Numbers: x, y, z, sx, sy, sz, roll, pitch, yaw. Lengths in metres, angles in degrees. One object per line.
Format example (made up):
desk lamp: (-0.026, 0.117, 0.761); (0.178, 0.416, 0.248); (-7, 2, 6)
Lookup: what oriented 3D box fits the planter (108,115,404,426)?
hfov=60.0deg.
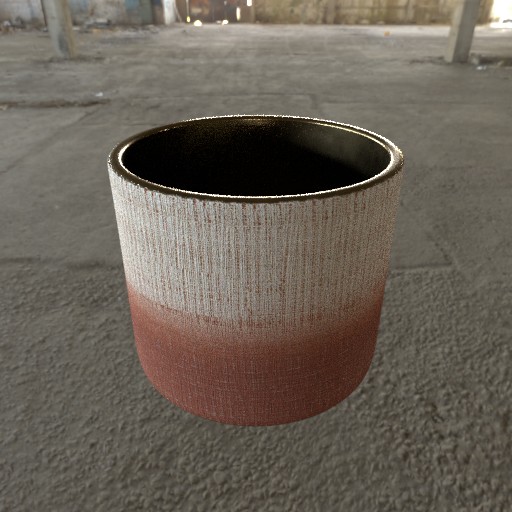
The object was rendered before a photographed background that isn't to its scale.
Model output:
planter: (0.000, 0.000, 0.440); (0.254, 0.221, 0.254); (0, 30, 0)
